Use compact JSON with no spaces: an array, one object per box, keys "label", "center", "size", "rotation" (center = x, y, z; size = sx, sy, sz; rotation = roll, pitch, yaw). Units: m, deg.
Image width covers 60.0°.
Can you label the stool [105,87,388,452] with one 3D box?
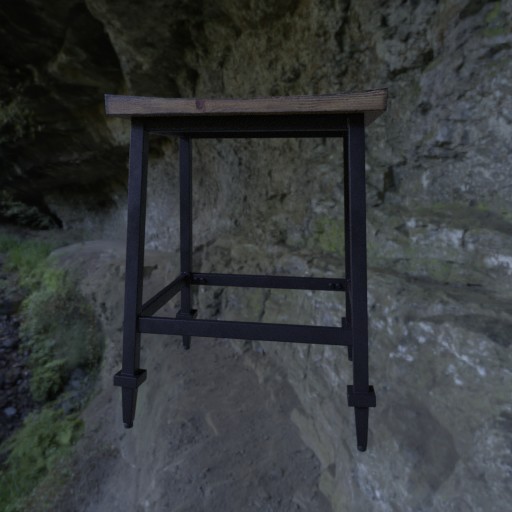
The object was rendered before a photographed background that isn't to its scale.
[{"label":"stool","center":[0.000,0.000,0.955],"size":[0.486,0.625,0.405],"rotation":[2,12,9]}]
